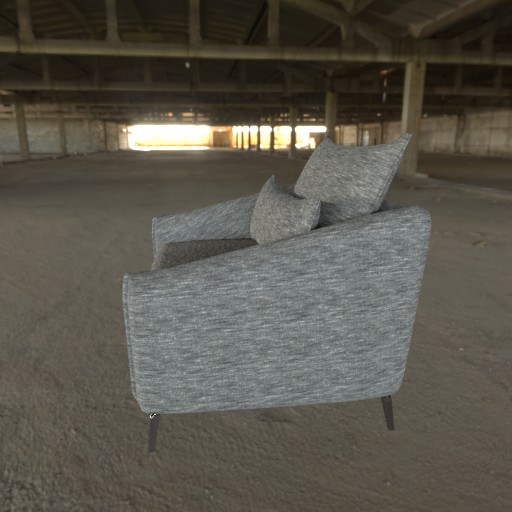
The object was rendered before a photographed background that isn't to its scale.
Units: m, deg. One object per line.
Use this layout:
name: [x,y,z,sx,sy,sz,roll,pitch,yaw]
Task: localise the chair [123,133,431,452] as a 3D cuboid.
chair: [0.000,0.000,1.590,0.805,0.842,1.004,-2,15,-8]
